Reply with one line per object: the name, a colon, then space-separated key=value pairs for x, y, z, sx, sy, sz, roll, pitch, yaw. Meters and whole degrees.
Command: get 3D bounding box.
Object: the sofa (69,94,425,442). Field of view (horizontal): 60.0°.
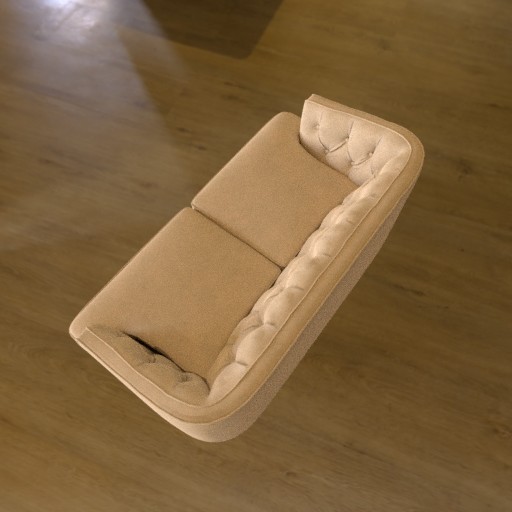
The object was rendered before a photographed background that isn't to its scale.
sofa: x=0.000 y=0.000 z=2.261 sx=0.940 sy=0.878 sz=1.731 roll=34 pitch=68 yaw=16
